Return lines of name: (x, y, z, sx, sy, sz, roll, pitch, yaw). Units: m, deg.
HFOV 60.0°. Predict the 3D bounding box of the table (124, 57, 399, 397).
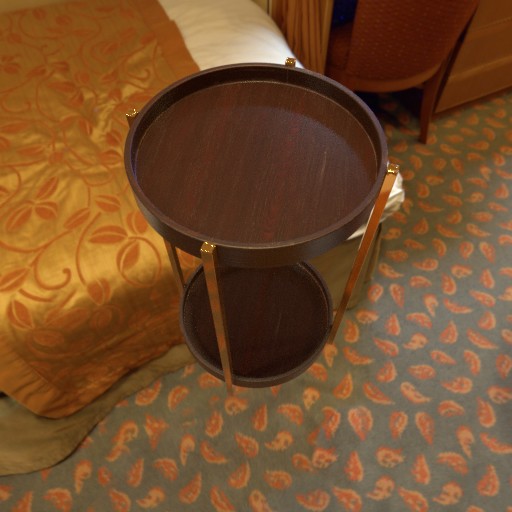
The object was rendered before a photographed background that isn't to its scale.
table: (0.000, 0.000, 0.880, 0.400, 0.610, 0.400, 14, 58, 9)
